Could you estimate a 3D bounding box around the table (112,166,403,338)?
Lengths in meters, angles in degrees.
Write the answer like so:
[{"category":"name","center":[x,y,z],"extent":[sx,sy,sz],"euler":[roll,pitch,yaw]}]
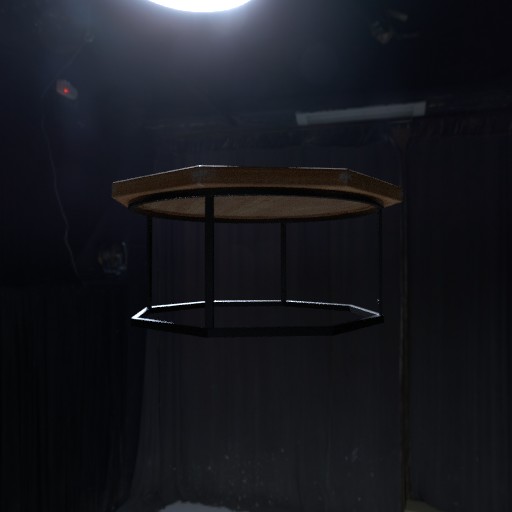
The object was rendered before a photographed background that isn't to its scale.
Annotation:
[{"category":"table","center":[0.000,0.000,1.592],"extent":[1.002,0.444,1.002],"euler":[0,-1,0]}]
